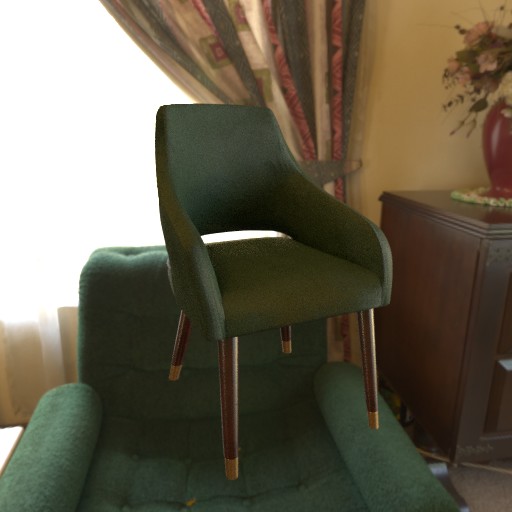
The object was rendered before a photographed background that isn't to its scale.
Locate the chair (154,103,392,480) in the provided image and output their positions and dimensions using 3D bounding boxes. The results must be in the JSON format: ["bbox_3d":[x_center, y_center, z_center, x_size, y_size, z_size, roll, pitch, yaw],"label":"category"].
[{"bbox_3d":[0.000,0.000,1.592,0.683,1.081,0.794,-7,17,-25],"label":"chair"}]
